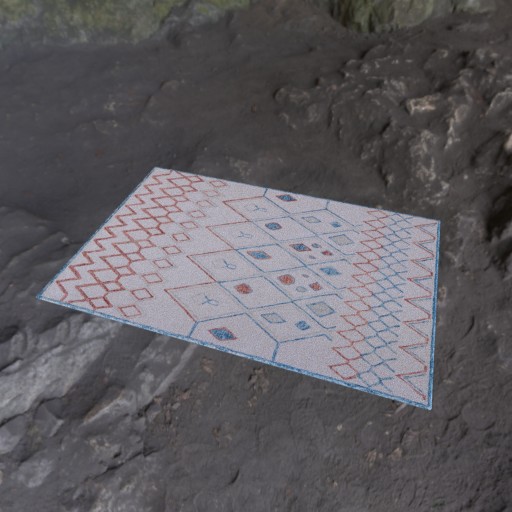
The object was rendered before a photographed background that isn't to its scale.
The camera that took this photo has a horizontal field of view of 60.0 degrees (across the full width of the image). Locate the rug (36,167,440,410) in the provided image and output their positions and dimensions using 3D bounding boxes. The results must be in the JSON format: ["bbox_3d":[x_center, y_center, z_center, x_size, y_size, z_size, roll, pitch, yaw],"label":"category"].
[{"bbox_3d":[0.000,0.000,2.340,1.829,0.016,1.219,13,45,13],"label":"rug"}]
